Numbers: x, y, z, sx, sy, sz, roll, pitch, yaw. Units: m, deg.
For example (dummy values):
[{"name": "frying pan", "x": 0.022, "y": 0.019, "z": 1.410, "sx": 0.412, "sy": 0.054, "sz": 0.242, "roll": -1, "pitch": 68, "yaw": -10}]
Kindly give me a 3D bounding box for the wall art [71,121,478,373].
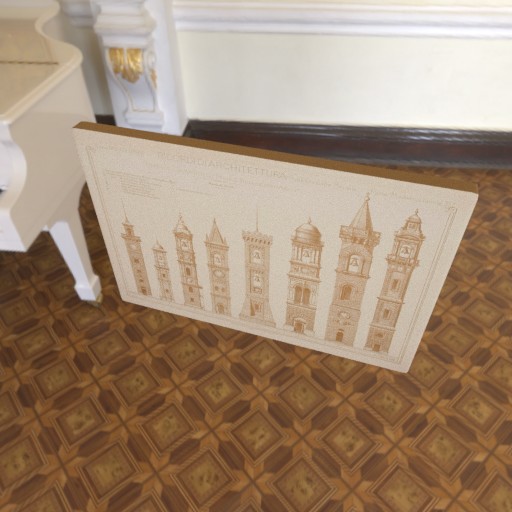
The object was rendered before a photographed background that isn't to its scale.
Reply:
[{"name": "wall art", "x": 0.000, "y": 0.000, "z": 0.487, "sx": 0.380, "sy": 0.254, "sz": 0.019, "roll": 12, "pitch": 43, "yaw": 13}]
